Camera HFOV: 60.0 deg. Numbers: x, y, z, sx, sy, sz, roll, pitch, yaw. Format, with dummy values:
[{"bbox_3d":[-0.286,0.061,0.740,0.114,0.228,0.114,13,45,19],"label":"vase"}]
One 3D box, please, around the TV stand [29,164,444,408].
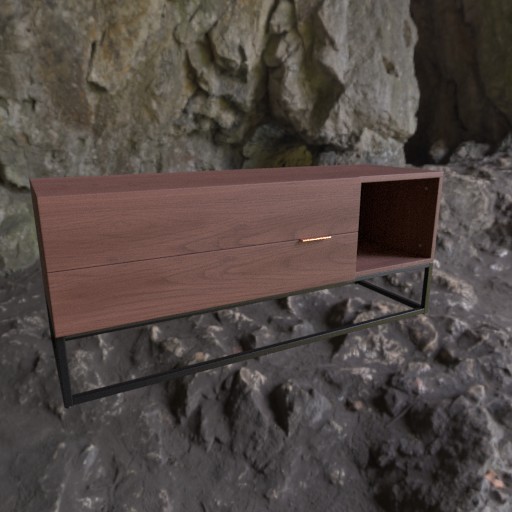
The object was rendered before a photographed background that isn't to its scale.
[{"bbox_3d":[0.000,0.000,1.388,1.200,0.500,0.415,-8,18,-27],"label":"TV stand"}]
